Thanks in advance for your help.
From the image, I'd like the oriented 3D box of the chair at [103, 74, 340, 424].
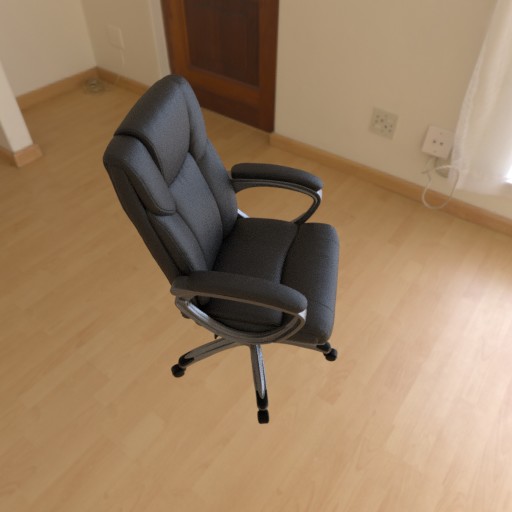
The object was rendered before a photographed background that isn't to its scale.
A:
[{"bbox_3d":[0.000,0.000,1.591,0.719,1.130,0.721,8,45,8],"label":"chair"}]
